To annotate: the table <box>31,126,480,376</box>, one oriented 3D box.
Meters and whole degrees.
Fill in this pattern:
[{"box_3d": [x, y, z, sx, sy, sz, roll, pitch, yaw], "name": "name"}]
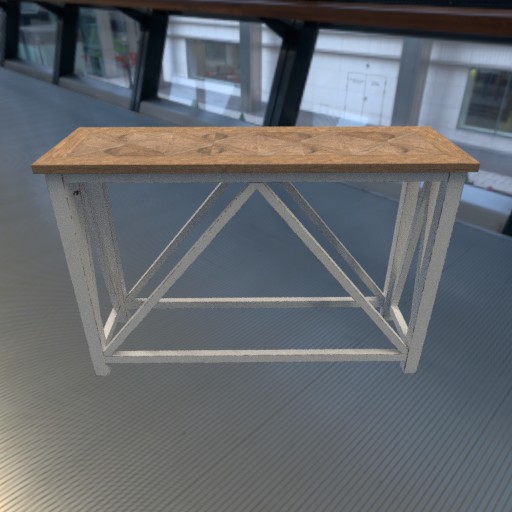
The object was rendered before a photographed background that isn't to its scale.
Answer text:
[{"box_3d": [0.000, 0.000, 1.808, 1.400, 0.930, 0.450, 0, 31, -1], "name": "table"}]
